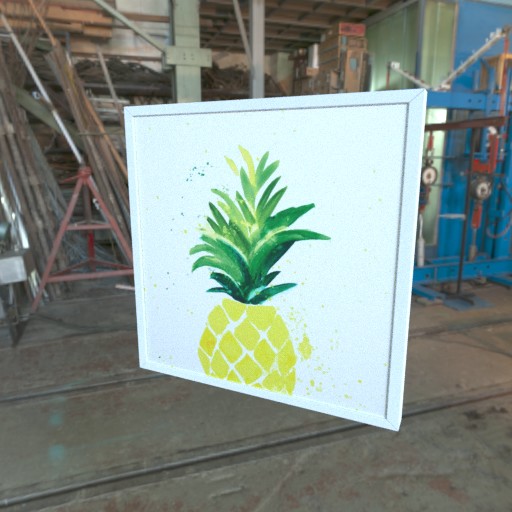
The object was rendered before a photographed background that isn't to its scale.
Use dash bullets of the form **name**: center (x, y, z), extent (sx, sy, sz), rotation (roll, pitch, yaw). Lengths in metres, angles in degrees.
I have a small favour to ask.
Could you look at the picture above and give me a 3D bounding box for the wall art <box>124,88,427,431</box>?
- **wall art**: center (0.000, 0.000, 0.760), extent (0.508, 0.507, 0.035), rotation (6, 14, 25)
